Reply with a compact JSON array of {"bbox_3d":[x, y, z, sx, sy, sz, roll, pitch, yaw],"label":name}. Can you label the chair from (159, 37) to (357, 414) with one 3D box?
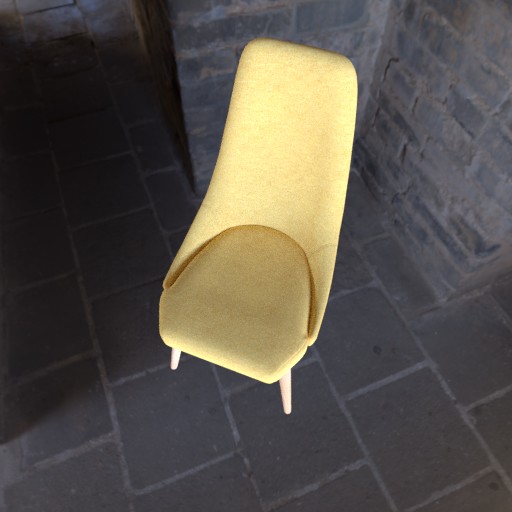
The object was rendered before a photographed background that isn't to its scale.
[{"bbox_3d":[0.000,0.000,1.386,0.510,1.040,0.660,18,59,11],"label":"chair"}]
